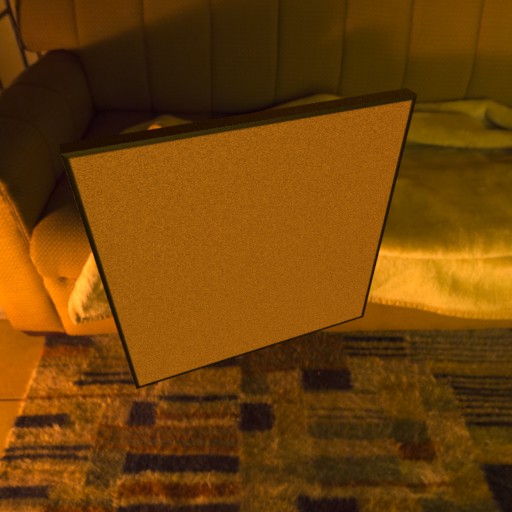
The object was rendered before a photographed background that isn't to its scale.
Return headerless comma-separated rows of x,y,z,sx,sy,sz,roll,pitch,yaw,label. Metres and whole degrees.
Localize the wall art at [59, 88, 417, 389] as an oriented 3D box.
0.000,0.000,0.779,0.513,0.511,0.028,-14,43,-16,wall art
